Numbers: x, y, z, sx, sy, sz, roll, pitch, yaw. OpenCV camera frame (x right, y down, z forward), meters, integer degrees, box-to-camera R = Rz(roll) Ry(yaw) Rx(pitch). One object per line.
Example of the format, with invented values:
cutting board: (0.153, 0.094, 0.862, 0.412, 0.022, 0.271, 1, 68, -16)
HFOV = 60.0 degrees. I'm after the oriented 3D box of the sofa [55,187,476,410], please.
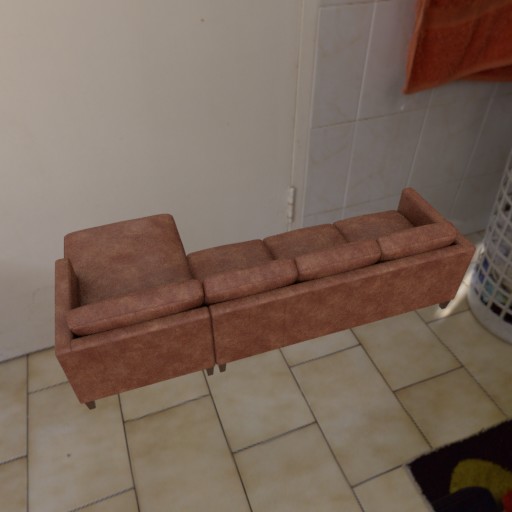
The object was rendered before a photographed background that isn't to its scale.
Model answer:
sofa: (0.000, 0.000, 3.908, 3.203, 0.883, 1.581, -13, 44, -14)
